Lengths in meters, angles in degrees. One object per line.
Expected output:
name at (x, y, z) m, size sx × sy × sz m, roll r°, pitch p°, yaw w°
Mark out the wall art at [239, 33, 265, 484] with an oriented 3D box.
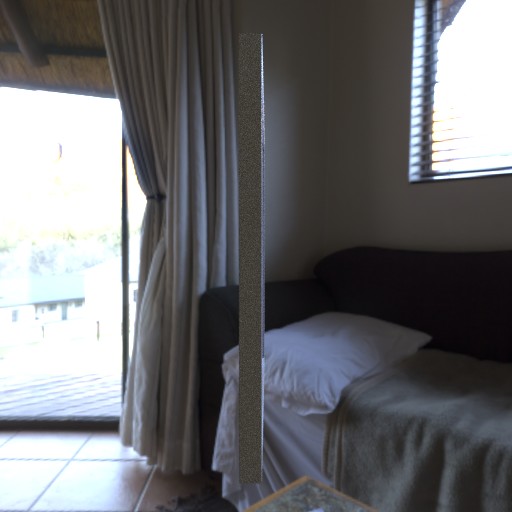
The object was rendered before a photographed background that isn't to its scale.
wall art at (0.000, 0.000, 0.673) m, size 0.023 × 0.453 × 0.455 m, roll 0°, pitch 1°, yaw 1°
